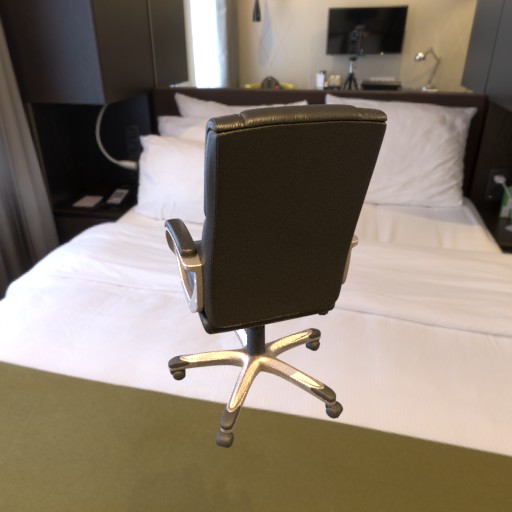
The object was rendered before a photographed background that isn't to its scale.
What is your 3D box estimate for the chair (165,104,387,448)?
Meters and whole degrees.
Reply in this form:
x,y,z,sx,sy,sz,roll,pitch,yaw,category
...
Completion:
x,y,z,sx,sy,sz,roll,pitch,yaw,category
0.000,0.000,1.634,0.700,1.145,0.780,-9,28,-17,chair
